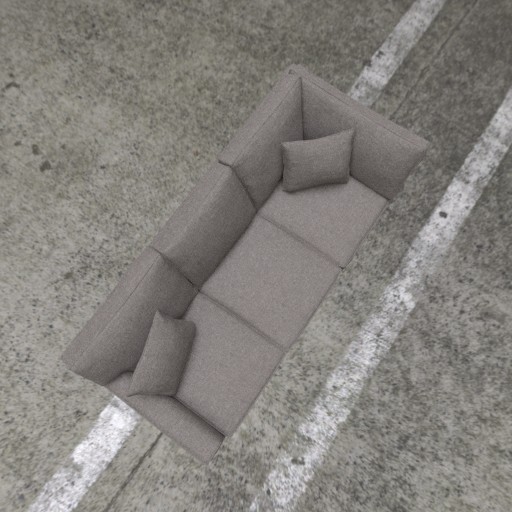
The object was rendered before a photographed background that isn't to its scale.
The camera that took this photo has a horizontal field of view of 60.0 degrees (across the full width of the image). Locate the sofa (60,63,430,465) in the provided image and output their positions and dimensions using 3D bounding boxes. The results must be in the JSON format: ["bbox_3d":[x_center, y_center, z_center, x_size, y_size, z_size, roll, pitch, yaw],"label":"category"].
[{"bbox_3d":[0.000,0.000,2.861,1.061,0.962,2.317,34,78,8],"label":"sofa"}]
